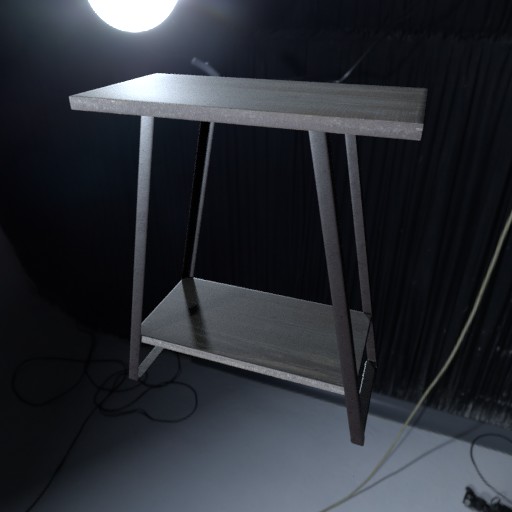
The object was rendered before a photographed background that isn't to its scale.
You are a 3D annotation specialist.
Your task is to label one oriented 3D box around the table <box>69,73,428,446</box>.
[{"bbox_3d":[0.000,0.000,0.996,0.599,0.701,0.300,10,32,17],"label":"table"}]
